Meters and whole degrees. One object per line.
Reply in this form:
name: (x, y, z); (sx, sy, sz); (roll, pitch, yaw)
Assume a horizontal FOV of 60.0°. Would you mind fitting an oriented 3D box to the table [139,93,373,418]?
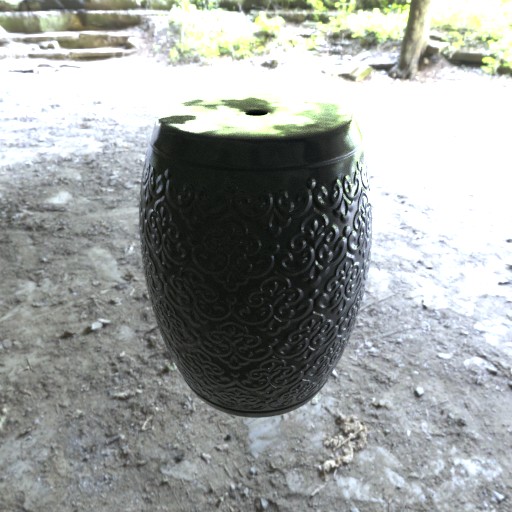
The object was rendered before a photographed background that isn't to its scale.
table: (0.000, 0.000, 0.623); (0.309, 0.397, 0.309); (0, 31, 0)
